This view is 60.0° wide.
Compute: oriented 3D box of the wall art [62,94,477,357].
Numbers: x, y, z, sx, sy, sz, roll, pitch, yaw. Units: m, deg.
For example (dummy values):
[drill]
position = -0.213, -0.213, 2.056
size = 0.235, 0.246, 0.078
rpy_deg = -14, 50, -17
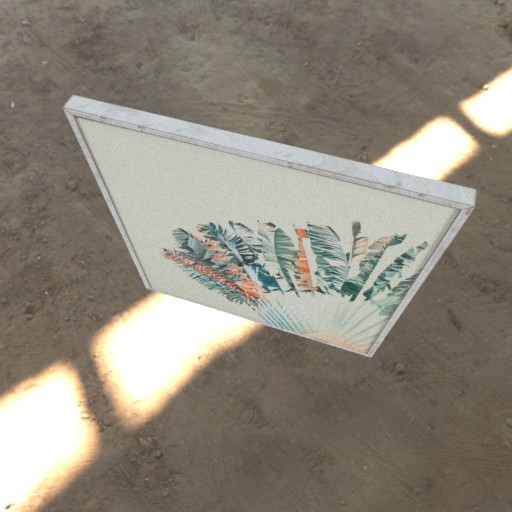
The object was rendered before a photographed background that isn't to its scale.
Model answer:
[wall art]
position = 0.000, 0.000, 1.112
size = 0.760, 0.757, 0.038
rpy_deg = 16, 60, 9
